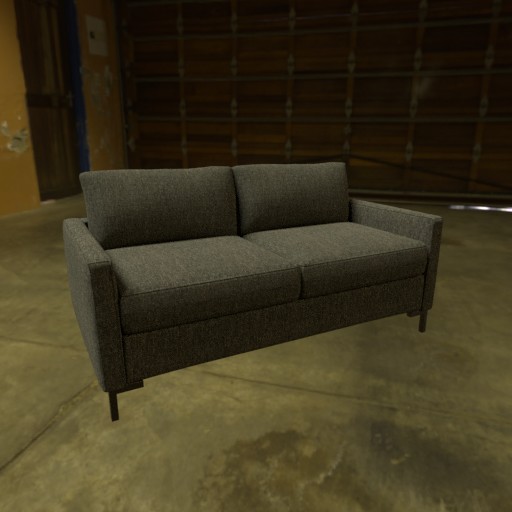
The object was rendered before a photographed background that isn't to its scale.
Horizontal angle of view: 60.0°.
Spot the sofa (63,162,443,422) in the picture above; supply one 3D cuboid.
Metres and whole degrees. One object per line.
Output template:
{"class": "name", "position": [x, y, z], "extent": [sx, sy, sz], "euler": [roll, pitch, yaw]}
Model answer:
{"class": "sofa", "position": [0.000, 0.000, 2.232], "extent": [1.716, 0.862, 0.866], "euler": [-8, 18, -27]}
